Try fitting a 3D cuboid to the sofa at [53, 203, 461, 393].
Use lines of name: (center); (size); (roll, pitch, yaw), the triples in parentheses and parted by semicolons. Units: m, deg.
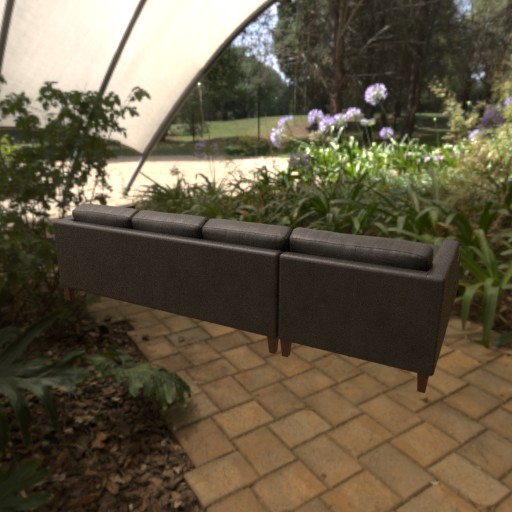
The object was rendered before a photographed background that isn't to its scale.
sofa: (0.000, 0.000, 3.892); (3.203, 0.883, 1.581); (9, 19, 27)
